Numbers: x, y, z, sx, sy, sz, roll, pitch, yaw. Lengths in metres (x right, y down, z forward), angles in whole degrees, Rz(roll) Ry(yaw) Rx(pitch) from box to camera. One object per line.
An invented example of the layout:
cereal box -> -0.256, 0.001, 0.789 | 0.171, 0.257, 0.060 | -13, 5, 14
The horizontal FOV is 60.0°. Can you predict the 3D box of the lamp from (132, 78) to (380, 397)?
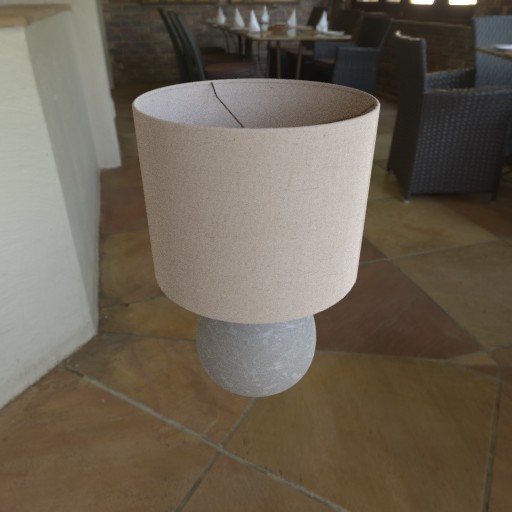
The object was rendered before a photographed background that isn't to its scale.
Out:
lamp -> 0.000, 0.000, 0.597 | 0.269, 0.409, 0.269 | 18, 35, 27
